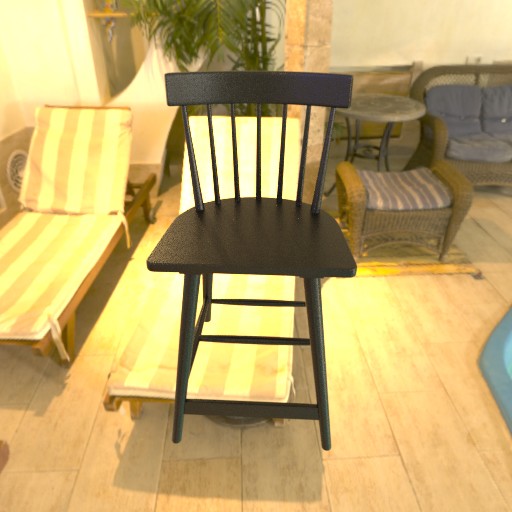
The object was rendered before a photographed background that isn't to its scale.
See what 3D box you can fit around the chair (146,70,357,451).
[{"bbox_3d":[0.000,0.000,1.273,0.483,0.952,0.572,2,32,3],"label":"chair"}]
